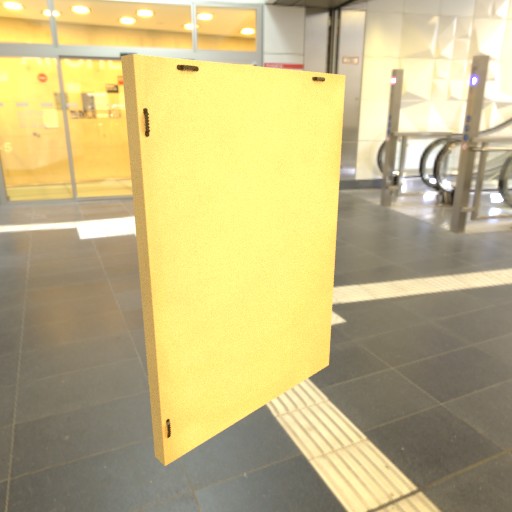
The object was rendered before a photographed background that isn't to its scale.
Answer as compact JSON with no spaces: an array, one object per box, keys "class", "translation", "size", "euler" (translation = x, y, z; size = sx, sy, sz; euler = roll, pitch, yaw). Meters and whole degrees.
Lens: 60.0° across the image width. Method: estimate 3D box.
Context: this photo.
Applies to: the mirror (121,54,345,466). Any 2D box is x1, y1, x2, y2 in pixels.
[{"class":"mirror","translation":[0.000,0.000,0.904],"size":[0.507,0.710,0.040],"euler":[-16,24,-42]}]
